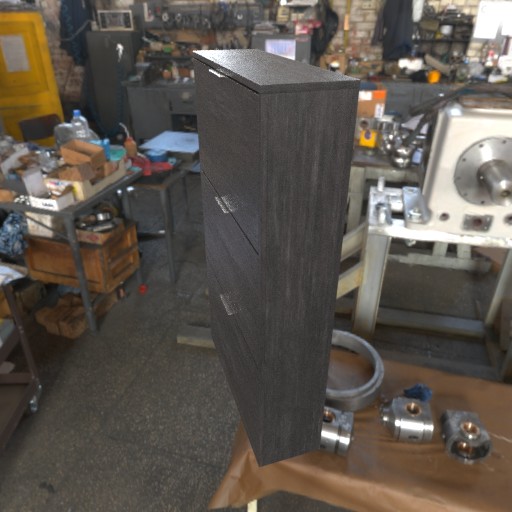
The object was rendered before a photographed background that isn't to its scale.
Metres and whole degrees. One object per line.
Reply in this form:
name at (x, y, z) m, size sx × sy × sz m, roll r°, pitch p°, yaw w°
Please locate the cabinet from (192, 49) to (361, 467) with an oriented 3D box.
cabinet at (0.000, 0.000, 1.588) m, size 0.250 × 1.280 × 0.750 m, roll -9°, pitch 31°, yaw -16°
